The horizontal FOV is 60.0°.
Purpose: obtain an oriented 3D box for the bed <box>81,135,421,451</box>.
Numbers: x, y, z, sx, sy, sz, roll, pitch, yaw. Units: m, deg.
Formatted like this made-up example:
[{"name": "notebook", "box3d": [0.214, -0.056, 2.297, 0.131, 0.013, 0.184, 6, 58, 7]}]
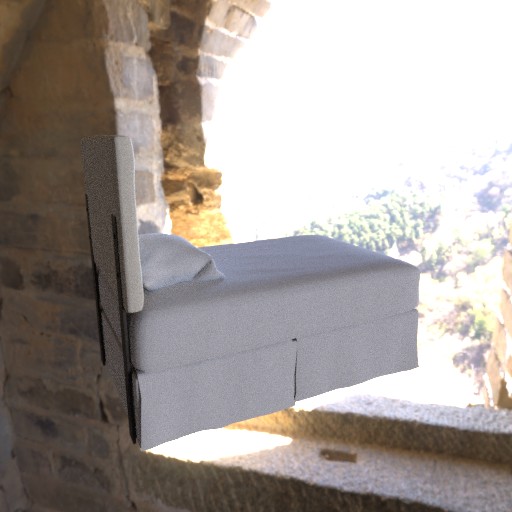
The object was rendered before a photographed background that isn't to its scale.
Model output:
[{"name": "bed", "box3d": [0.000, 0.000, 3.008, 1.997, 1.571, 1.261, -8, 17, -27]}]
